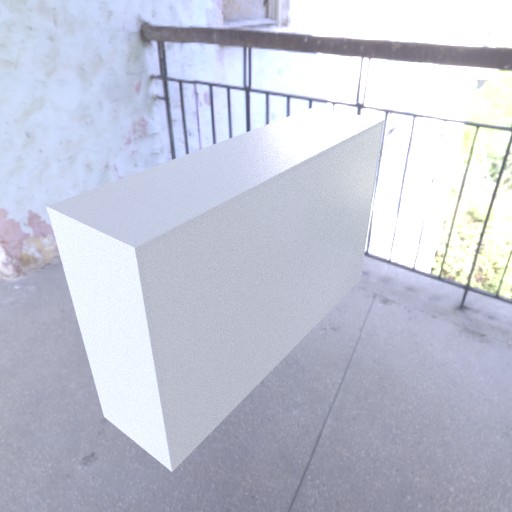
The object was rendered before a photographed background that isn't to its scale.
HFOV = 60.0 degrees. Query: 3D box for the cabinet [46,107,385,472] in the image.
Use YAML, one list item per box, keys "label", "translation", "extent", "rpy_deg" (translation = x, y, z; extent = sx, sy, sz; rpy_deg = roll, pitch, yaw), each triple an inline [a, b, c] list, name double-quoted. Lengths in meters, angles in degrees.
- label: "cabinet"
  translation: [0.000, 0.000, 1.875]
  extent: [0.380, 0.900, 1.450]
  rpy_deg: [22, 38, 31]
